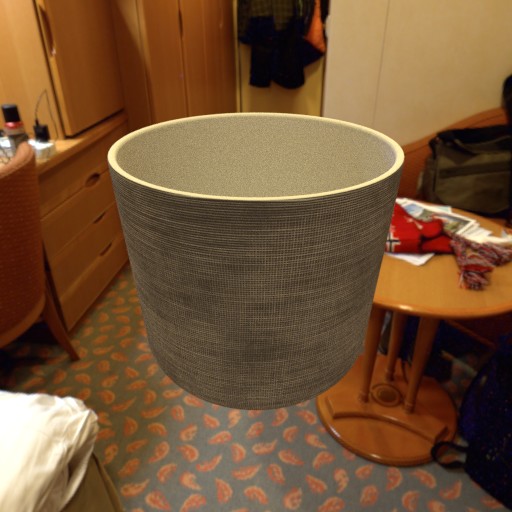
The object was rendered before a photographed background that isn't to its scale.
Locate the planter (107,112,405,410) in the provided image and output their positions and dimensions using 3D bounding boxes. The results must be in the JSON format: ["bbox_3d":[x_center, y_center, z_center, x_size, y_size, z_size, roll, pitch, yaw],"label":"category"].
[{"bbox_3d":[0.000,0.000,0.782,0.440,0.398,0.440,0,30,0],"label":"planter"}]
